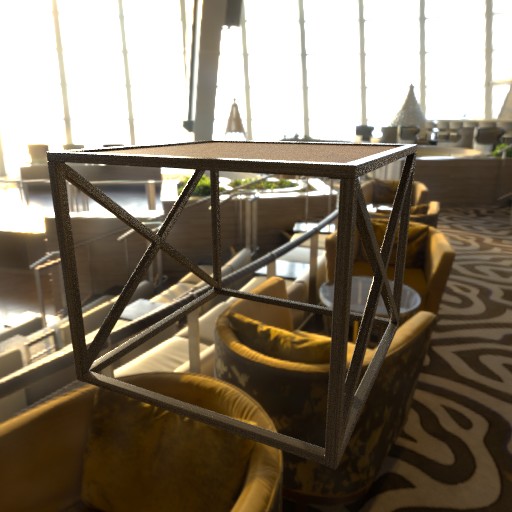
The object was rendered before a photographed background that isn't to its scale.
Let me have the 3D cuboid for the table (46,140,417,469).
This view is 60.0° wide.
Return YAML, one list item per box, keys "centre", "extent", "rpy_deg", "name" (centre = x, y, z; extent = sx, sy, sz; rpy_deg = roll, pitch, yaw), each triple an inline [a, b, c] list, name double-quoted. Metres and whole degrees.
- centre: [0.000, 0.000, 1.067]
  extent: [0.609, 0.507, 0.611]
  rpy_deg: [8, 19, 25]
  name: "table"
